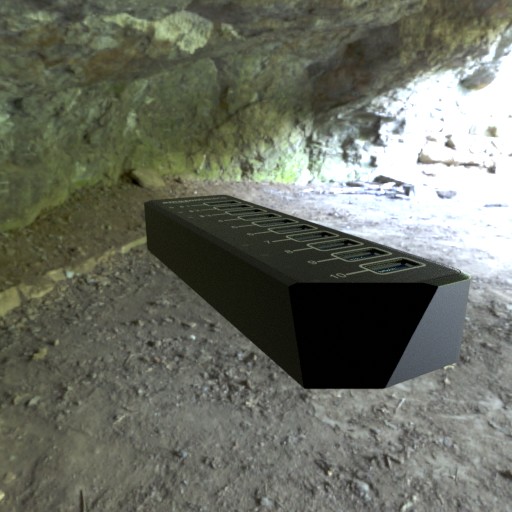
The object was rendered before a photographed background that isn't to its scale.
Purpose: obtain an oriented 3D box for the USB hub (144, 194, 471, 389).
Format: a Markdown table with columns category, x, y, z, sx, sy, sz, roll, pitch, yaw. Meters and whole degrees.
| category | x | y | z | sx | sy | sz | roll | pitch | yaw |
| --- | --- | --- | --- | --- | --- | --- | --- | --- | --- |
| USB hub | 0.000 | 0.000 | 0.161 | 0.044 | 0.023 | 0.145 | -9 | 19 | -27 |
